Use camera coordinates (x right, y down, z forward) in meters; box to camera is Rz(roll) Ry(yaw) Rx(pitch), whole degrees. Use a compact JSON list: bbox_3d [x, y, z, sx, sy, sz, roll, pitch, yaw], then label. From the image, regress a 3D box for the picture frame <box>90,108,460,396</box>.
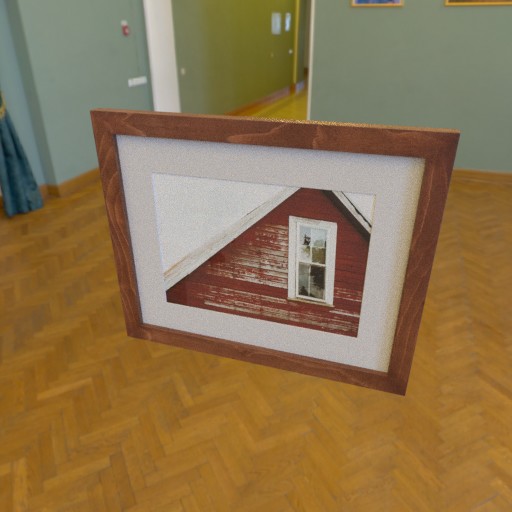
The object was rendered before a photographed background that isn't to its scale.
[{"bbox_3d":[0.000,0.000,0.761,0.559,0.457,0.025,8,29,16],"label":"picture frame"}]
